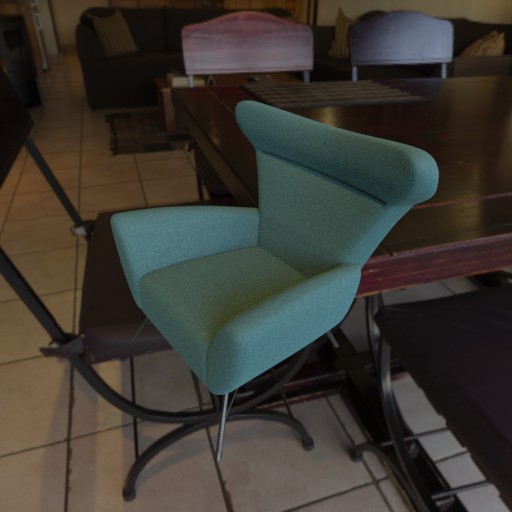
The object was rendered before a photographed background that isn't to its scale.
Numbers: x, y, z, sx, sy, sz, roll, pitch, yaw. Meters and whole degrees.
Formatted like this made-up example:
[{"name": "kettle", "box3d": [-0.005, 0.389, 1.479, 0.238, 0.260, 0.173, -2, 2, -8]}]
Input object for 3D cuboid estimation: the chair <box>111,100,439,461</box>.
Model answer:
[{"name": "chair", "box3d": [0.000, 0.000, 1.771, 0.900, 0.980, 1.050, -21, 37, -31]}]
